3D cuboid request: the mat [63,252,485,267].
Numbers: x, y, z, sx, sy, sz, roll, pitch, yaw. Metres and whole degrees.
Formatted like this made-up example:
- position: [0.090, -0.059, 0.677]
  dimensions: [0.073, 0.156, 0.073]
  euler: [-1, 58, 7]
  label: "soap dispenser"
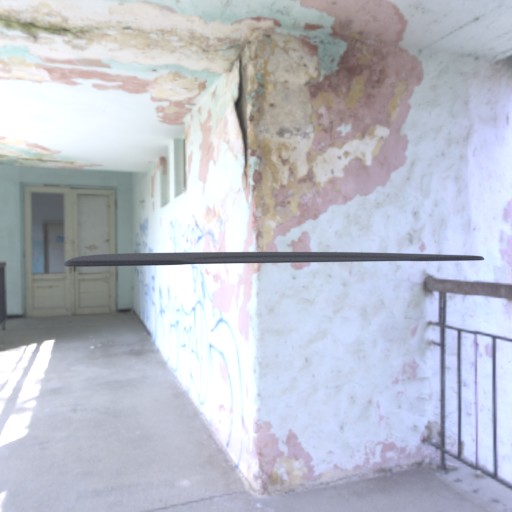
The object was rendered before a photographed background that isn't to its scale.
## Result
- position: [0.000, 0.000, 1.606]
  dimensions: [1.220, 0.016, 0.917]
  euler: [-1, 2, -19]
  label: "mat"
